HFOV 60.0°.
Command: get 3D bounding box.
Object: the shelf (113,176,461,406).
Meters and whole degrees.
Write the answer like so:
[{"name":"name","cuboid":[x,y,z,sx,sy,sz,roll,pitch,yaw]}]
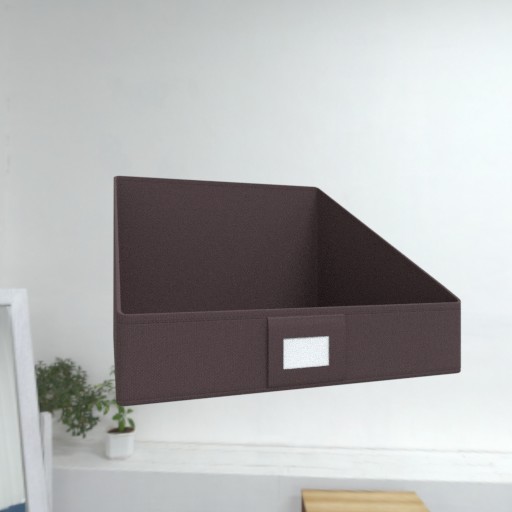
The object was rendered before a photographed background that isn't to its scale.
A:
[{"name":"shelf","cuboid":[0.000,0.000,0.480,0.292,0.210,0.292,0,0,-18]}]
